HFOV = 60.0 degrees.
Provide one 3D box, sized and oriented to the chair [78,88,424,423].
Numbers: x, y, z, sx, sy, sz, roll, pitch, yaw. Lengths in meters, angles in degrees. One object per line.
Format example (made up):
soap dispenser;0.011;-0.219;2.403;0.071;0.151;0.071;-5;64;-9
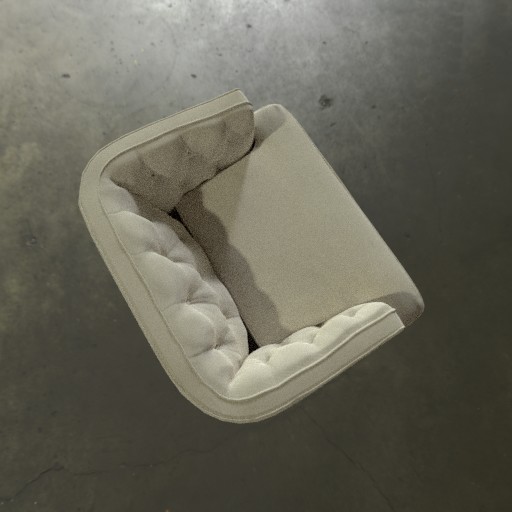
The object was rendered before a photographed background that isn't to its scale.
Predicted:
chair;0.000;0.000;1.800;0.941;0.852;1.104;-31;78;-7
